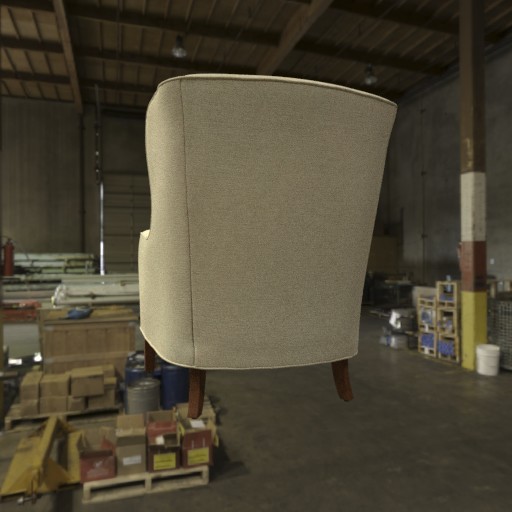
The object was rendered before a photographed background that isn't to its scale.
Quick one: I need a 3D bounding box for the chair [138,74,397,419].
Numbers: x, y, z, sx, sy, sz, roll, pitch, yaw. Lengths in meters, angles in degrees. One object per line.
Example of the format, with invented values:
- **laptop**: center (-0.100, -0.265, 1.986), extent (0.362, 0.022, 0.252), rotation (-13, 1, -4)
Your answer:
- **chair**: center (0.000, 0.000, 1.705), extent (0.838, 1.040, 0.966), rotation (0, 0, -18)
